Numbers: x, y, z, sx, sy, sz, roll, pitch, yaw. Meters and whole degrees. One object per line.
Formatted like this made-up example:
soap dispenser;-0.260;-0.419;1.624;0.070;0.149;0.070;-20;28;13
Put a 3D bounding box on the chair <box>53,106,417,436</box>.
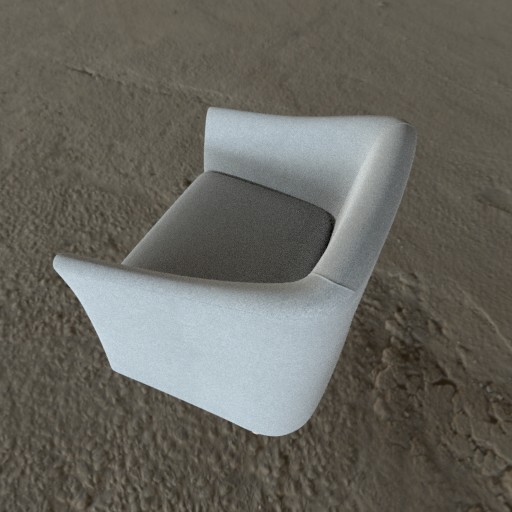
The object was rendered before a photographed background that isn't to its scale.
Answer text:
chair;0.000;0.000;1.319;0.700;0.720;0.790;18;50;16
